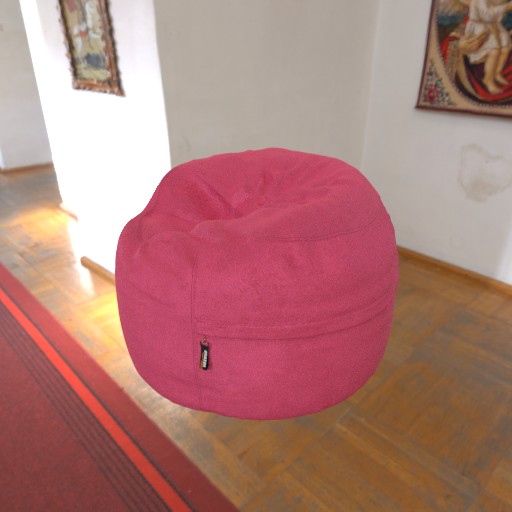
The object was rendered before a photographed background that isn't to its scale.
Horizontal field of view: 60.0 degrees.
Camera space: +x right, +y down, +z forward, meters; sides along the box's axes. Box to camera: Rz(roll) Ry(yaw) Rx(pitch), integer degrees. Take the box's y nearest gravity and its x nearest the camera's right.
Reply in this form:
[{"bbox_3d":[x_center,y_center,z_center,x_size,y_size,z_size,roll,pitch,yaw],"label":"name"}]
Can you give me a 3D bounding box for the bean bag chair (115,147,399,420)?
[{"bbox_3d":[0.000,0.000,1.965,1.218,0.788,1.218,0,28,0],"label":"bean bag chair"}]
